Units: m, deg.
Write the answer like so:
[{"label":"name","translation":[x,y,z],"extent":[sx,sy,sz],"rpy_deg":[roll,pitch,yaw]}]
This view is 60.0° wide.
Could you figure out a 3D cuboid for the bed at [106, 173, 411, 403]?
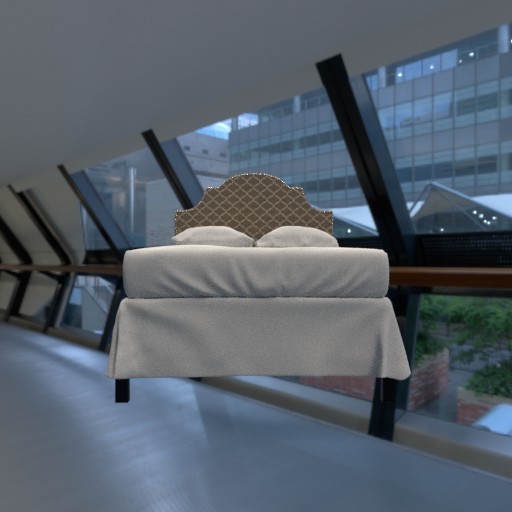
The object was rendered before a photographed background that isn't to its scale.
[{"label":"bed","translation":[0.000,0.000,3.477],"extent":[1.780,1.633,2.222],"rpy_deg":[0,0,-1]}]
